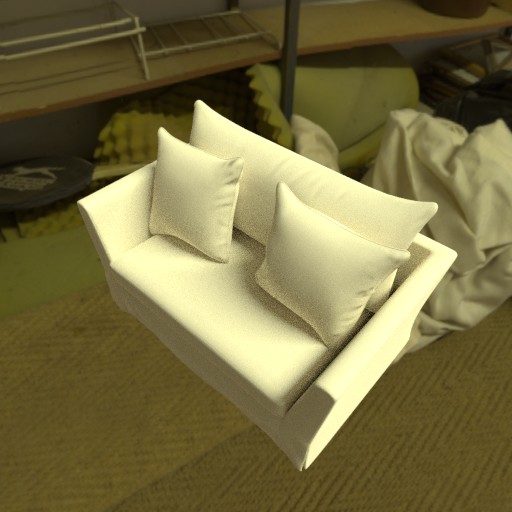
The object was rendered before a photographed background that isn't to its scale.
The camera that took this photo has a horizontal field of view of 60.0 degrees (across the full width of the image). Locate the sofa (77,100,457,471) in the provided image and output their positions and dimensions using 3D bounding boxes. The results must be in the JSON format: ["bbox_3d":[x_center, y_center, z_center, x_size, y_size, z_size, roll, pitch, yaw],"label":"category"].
[{"bbox_3d":[0.000,0.000,2.278,1.608,1.039,1.026,33,54,28],"label":"sofa"}]
